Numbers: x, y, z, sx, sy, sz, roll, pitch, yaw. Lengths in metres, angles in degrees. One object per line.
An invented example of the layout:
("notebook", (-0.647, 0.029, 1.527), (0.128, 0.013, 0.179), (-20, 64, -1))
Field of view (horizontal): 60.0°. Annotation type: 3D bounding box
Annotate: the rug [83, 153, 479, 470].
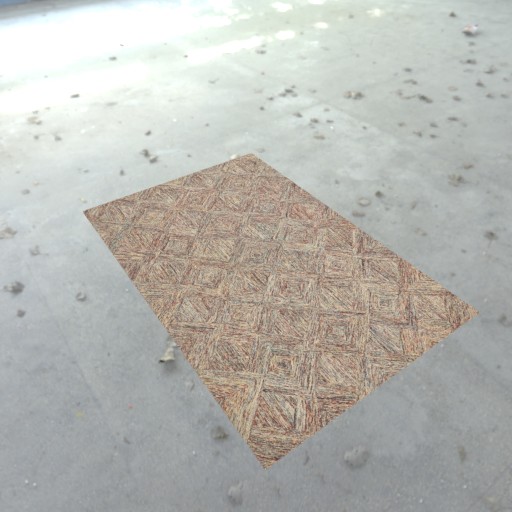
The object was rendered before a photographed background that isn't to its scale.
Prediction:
("rug", (0.000, 0.000, 2.912), (1.523, 0.019, 2.285), (-25, 47, -26))
